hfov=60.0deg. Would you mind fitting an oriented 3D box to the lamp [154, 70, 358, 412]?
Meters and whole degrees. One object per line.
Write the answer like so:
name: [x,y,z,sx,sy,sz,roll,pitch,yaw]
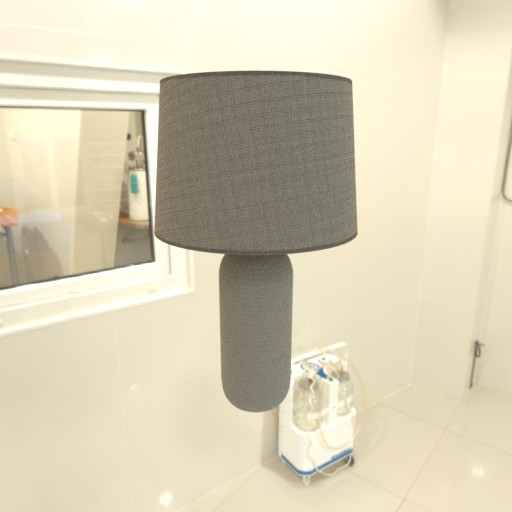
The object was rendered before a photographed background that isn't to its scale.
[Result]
lamp: [0.000,0.000,0.833,0.367,0.609,0.367,0,16,0]
